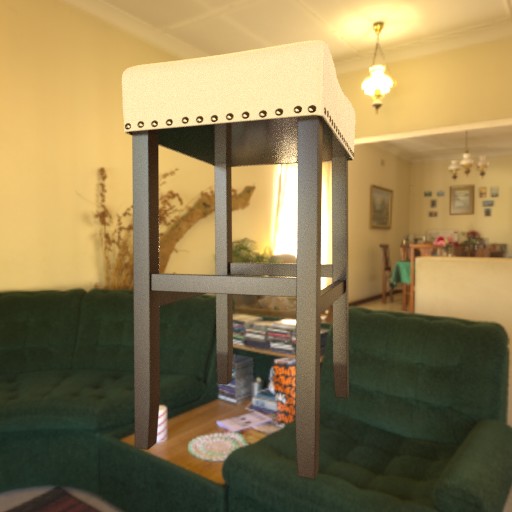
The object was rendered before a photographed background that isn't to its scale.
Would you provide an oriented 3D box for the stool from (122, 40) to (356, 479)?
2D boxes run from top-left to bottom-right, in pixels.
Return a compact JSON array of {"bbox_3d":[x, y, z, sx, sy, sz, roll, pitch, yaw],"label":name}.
[{"bbox_3d":[0.000,0.000,1.026,0.401,0.762,0.471,1,3,19],"label":"stool"}]
